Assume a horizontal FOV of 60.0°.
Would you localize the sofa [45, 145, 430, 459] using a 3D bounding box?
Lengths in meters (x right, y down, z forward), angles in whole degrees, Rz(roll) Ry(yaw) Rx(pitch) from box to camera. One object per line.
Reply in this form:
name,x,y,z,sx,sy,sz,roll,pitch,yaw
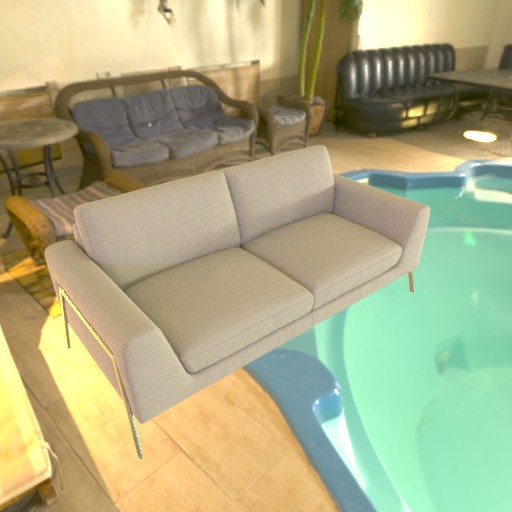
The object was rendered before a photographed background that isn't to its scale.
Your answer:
sofa,0.000,0.000,2.540,2.017,0.875,0.953,-22,36,-33
